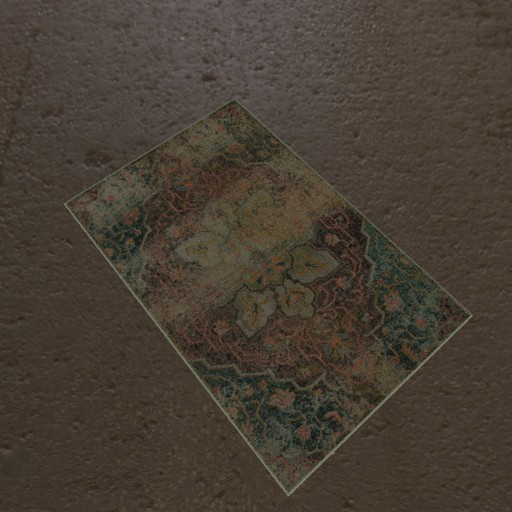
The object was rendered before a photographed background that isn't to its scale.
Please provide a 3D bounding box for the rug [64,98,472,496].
[{"bbox_3d":[0.000,0.000,2.903,1.566,0.004,2.363,-36,70,-16],"label":"rug"}]
